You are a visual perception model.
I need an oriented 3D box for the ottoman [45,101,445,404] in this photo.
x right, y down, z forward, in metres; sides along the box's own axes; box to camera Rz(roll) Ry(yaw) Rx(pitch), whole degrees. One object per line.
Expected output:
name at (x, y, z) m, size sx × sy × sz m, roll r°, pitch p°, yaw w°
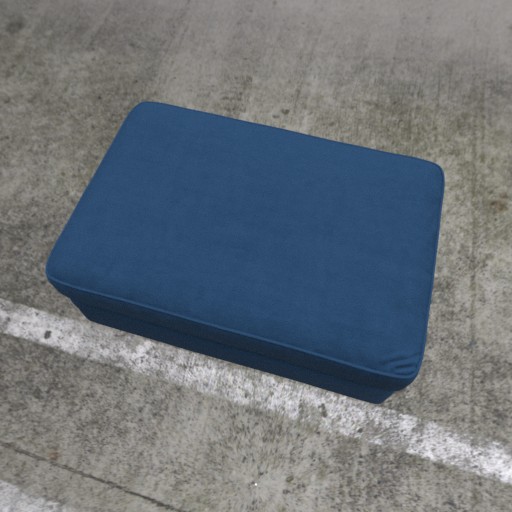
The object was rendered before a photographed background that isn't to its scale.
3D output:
ottoman at (0.000, 0.000, 1.235) m, size 0.862 × 0.484 × 0.583 m, roll 14°, pitch 64°, yaw 7°
